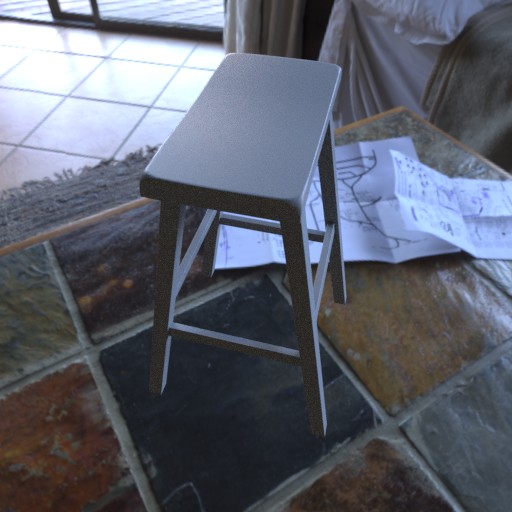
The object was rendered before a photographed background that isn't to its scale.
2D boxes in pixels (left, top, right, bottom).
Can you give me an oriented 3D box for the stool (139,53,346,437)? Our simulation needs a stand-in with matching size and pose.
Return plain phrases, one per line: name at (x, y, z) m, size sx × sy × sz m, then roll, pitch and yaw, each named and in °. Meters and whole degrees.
stool at (0.000, 0.000, 1.033) m, size 0.476 × 0.737 × 0.457 m, roll 11°, pitch 48°, yaw 10°
